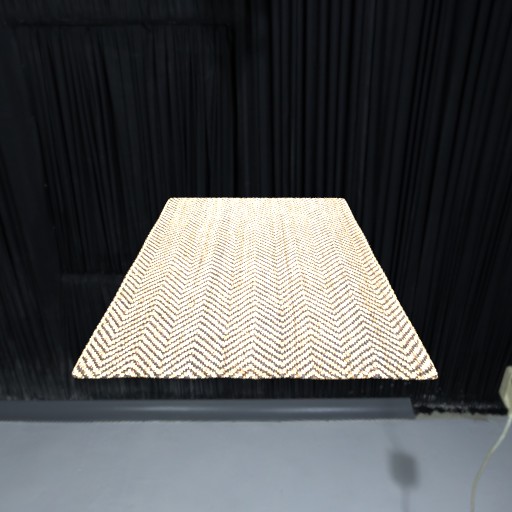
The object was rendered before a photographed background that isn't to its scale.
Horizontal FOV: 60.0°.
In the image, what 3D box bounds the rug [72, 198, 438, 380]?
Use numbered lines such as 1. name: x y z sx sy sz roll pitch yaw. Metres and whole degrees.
1. rug: 0.000 0.000 2.272 1.219 0.008 1.828 0 26 0
